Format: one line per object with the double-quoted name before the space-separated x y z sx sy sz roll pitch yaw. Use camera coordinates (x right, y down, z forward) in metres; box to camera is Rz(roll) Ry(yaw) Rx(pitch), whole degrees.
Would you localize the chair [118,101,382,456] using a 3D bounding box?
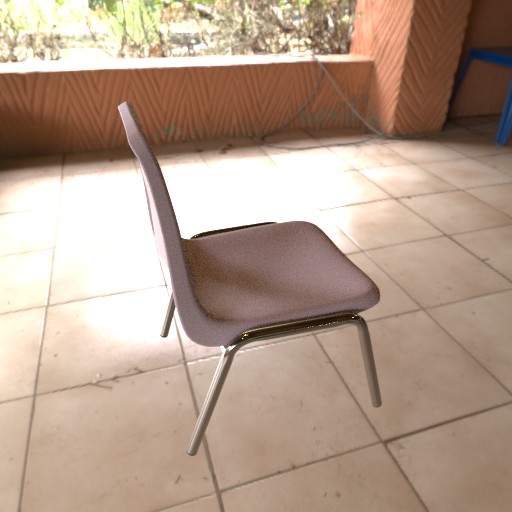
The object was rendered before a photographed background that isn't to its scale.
"chair" 0.000 0.000 0.783 0.385 0.536 0.354 -10 33 -16
